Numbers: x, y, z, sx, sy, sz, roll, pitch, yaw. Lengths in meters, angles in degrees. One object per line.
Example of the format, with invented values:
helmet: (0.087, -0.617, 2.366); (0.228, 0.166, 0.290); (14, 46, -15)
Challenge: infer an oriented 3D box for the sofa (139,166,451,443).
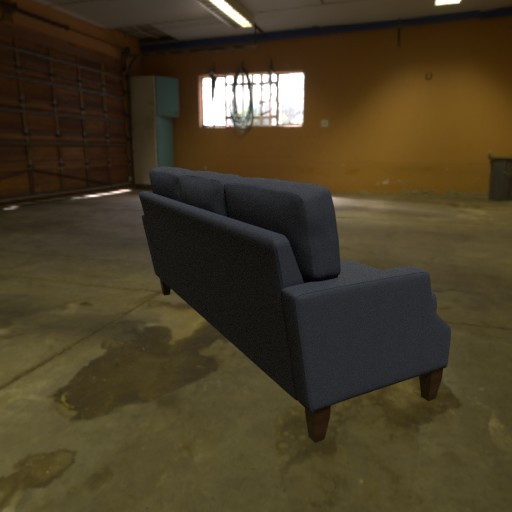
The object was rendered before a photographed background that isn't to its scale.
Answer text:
sofa: (0.000, 0.000, 2.604); (0.888, 0.984, 2.115); (-7, 15, -27)
